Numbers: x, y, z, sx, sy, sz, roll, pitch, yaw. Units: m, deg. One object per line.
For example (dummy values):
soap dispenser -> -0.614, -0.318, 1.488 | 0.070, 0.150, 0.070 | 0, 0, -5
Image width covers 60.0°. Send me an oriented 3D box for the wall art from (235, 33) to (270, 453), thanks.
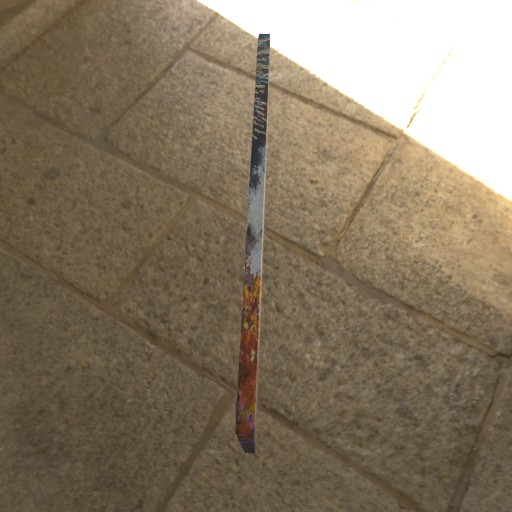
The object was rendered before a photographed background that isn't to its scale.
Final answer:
wall art -> 0.000, 0.000, 1.434 | 0.042, 0.760, 1.136 | 2, 64, 1
